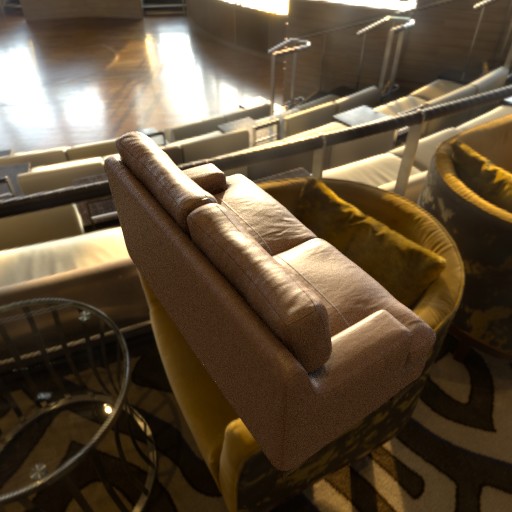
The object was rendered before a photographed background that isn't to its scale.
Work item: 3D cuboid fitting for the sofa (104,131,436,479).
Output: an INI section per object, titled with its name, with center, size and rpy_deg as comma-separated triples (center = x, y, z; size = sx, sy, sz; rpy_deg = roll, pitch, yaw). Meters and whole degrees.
[sofa]
center = 0.000, 0.000, 2.455
size = 0.962, 0.980, 1.855
rpy_deg = -24, 46, -25
